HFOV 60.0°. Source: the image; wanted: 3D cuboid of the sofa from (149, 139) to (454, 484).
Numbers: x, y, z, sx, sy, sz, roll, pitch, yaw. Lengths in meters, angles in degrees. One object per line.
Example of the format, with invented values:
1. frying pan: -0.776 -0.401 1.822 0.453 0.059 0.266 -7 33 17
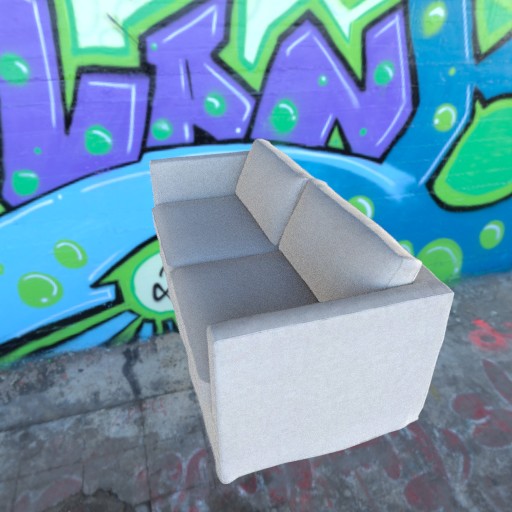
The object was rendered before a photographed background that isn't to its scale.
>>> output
1. sofa: 0.000 0.000 2.443 0.962 0.835 1.959 -9 31 -15
